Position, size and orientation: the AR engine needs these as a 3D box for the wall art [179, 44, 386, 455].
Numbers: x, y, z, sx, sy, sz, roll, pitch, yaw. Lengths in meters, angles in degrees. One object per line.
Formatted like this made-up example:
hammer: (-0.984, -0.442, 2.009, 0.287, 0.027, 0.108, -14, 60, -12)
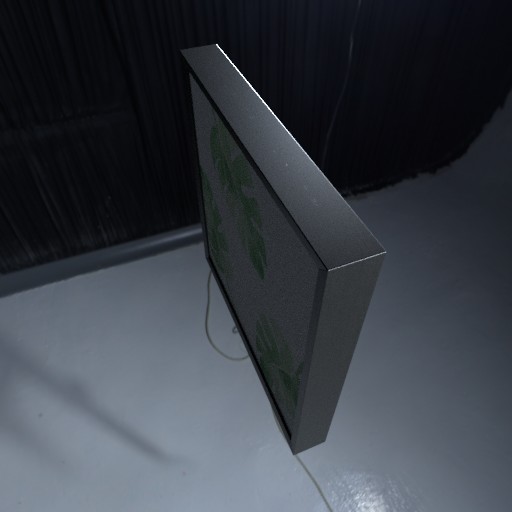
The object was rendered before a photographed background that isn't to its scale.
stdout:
wall art: (0.000, 0.000, 0.456, 0.038, 0.304, 0.304, -17, 50, -15)
